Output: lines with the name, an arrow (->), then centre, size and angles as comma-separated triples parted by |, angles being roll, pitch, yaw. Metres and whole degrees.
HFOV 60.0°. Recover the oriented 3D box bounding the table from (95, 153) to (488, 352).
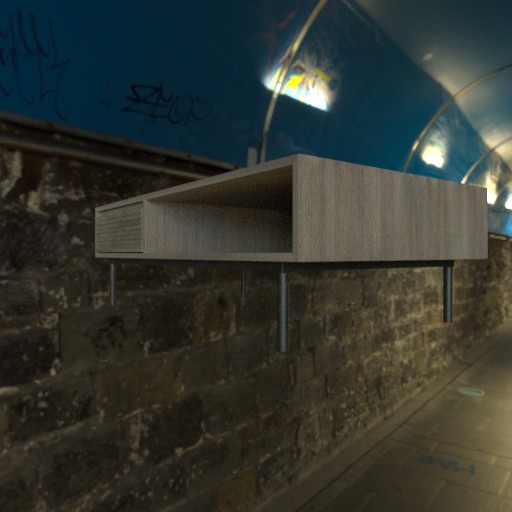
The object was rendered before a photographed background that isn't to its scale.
table -> 0.000, 0.000, 1.357 | 0.643, 0.347, 1.088 | 0, 0, -37
